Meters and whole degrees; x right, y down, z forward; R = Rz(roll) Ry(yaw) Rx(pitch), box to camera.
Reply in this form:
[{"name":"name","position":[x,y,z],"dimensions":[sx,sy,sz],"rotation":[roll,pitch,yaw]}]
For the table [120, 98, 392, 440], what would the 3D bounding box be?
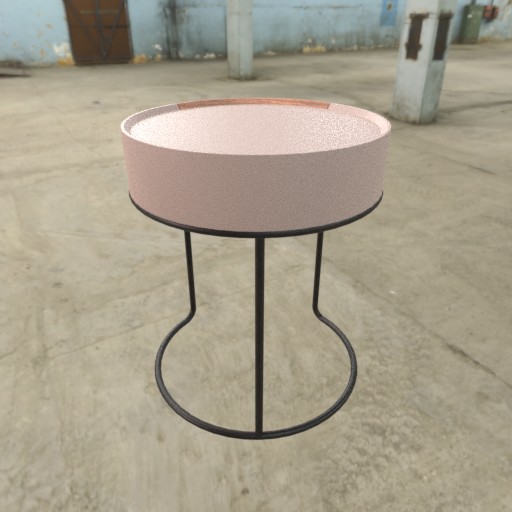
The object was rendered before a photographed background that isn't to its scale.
[{"name":"table","position":[0.000,0.000,0.881],"dimensions":[0.450,0.530,0.450],"rotation":[0,28,0]}]
